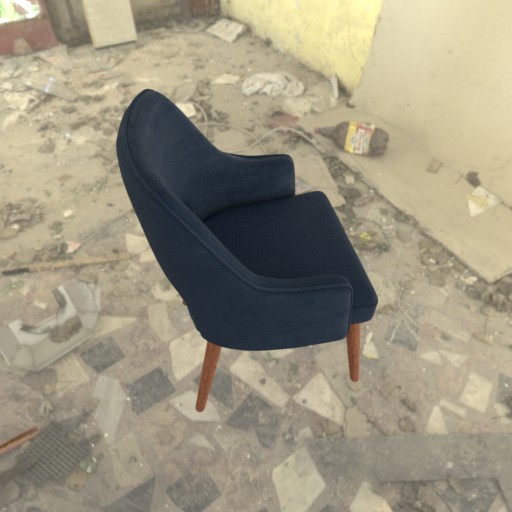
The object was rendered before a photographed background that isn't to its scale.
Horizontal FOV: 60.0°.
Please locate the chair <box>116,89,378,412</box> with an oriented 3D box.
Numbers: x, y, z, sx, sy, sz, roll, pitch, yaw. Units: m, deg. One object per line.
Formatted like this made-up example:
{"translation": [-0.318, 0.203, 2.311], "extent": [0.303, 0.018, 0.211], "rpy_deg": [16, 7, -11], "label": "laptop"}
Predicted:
{"translation": [0.000, 0.000, 1.236], "extent": [0.591, 0.844, 0.559], "rpy_deg": [-9, 47, -8], "label": "chair"}
